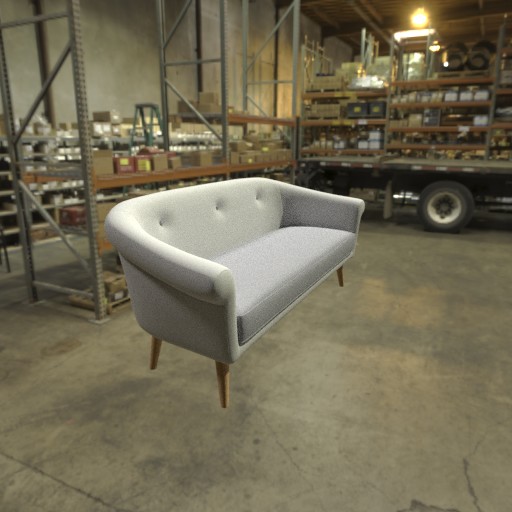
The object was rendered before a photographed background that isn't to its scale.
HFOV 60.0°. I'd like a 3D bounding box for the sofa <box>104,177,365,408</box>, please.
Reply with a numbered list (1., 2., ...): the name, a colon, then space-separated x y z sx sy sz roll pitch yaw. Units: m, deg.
1. sofa: 0.000 0.000 2.670 0.827 0.795 2.160 7 17 26
